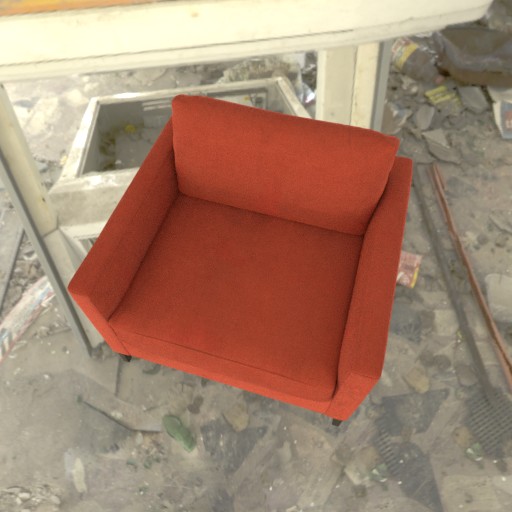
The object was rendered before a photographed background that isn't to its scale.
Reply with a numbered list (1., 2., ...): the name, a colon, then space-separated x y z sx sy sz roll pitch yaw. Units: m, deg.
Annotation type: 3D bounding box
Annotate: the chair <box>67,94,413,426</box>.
1. chair: 0.000 0.000 1.628 0.964 0.812 0.875 14 58 9
